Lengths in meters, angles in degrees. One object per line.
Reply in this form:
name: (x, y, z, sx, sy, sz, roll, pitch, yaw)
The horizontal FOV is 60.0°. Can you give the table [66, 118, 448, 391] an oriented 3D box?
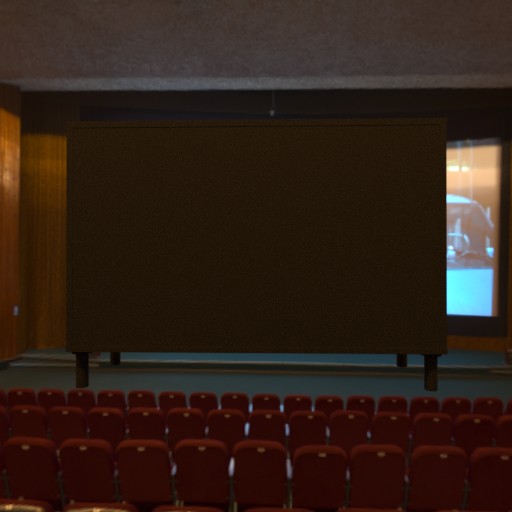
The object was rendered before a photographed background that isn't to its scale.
table: (0.000, 0.000, 1.593, 1.200, 0.855, 0.400, 0, 0, 2)
